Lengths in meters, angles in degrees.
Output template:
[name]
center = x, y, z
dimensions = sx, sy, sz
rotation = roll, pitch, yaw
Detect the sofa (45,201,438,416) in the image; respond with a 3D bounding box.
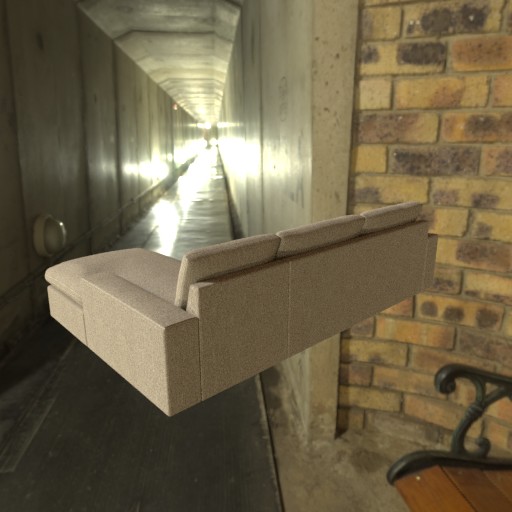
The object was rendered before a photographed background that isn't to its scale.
[sofa]
center = 0.000, 0.000, 3.543
dimensions = 2.718, 0.813, 1.689
rotation = -15, 22, -41
